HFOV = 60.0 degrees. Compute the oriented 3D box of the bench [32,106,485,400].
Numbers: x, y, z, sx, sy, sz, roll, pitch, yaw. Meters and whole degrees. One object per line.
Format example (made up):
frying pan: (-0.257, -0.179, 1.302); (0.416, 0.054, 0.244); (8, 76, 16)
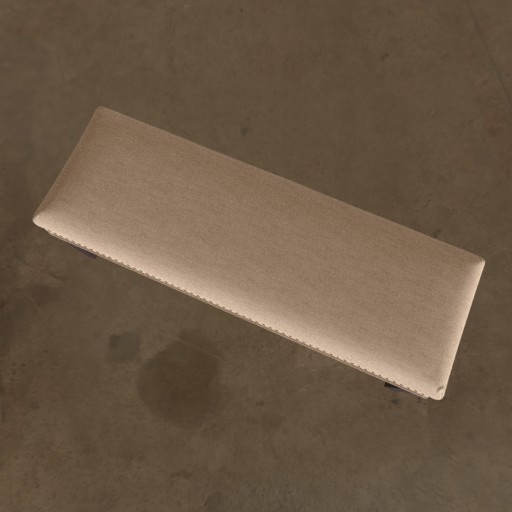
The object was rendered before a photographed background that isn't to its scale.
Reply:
bench: (0.000, 0.000, 1.408); (1.219, 0.457, 0.410); (23, 76, 6)
